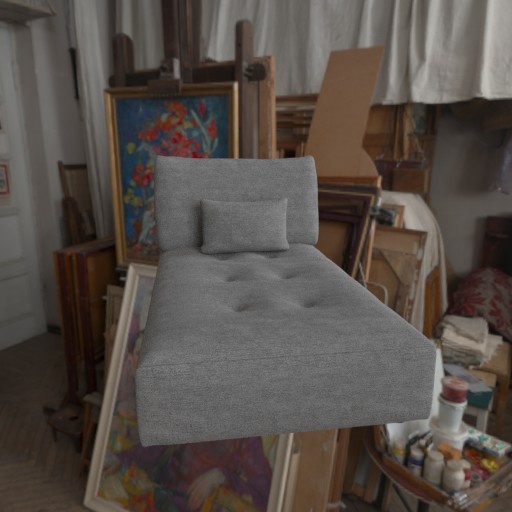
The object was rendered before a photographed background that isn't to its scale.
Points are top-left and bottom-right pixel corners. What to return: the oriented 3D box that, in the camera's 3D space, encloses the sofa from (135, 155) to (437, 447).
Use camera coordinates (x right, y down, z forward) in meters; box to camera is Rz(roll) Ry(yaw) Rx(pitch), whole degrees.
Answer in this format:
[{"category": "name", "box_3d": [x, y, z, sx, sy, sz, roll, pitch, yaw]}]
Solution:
[{"category": "sofa", "box_3d": [0.000, 0.000, 1.927, 0.930, 0.820, 1.450, -2, 14, -9]}]
